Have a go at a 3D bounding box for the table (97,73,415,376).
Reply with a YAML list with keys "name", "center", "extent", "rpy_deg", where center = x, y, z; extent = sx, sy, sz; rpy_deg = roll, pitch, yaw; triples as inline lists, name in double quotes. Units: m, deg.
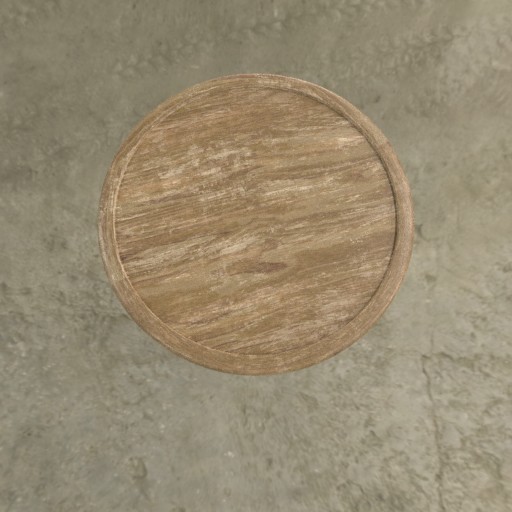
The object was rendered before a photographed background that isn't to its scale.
- name: "table"
  center: [0.000, 0.000, 0.795]
  extent: [0.407, 0.482, 0.407]
  rpy_deg: [0, 76, 0]
